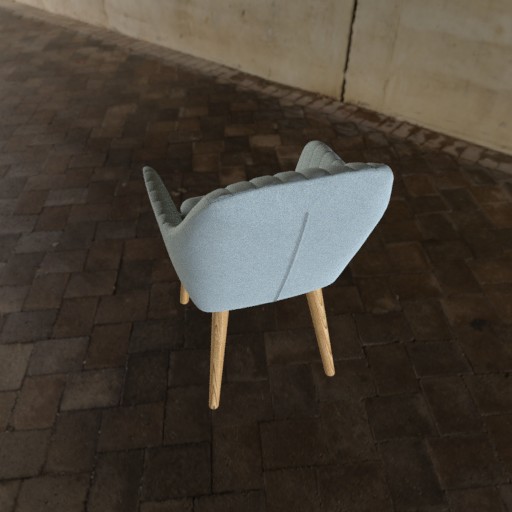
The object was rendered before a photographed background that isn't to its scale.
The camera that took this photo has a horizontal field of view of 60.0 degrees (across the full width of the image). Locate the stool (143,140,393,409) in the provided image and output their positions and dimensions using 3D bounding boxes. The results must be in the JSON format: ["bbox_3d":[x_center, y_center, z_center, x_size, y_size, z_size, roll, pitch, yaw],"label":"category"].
[{"bbox_3d":[0.000,0.000,1.215,0.503,0.830,0.590,-12,43,-13],"label":"stool"}]
